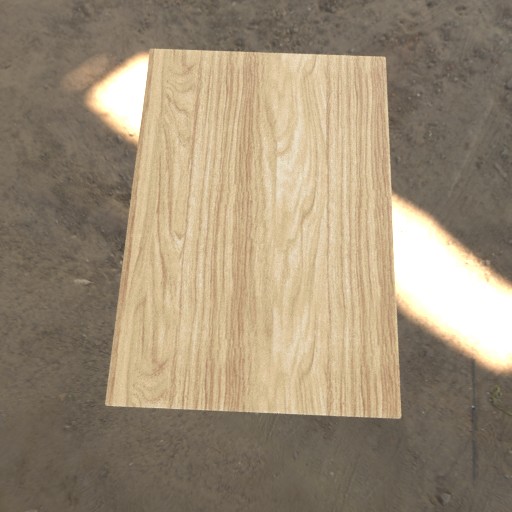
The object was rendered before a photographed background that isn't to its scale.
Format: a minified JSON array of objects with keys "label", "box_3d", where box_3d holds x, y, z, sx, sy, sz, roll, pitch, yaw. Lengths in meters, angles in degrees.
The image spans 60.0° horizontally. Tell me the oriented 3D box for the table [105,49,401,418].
[{"label":"table","box_3d":[0.000,0.000,0.795,0.360,0.440,0.500,2,75,1]}]
